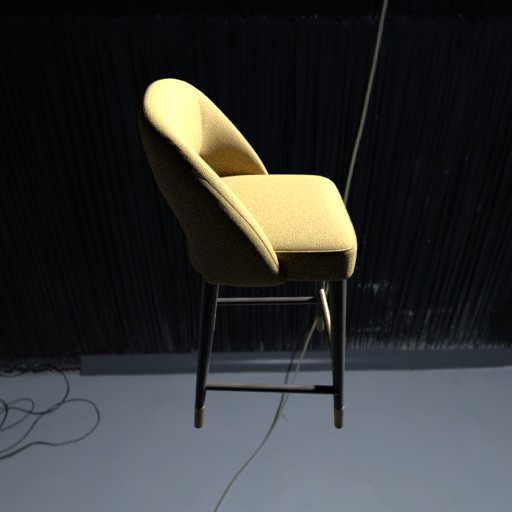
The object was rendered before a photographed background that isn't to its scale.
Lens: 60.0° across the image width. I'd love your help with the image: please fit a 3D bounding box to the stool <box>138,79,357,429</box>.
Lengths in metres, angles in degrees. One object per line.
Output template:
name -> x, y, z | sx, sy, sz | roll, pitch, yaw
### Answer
stool -> 0.000, 0.000, 1.277 | 0.522, 0.939, 0.536 | 0, 31, 0
